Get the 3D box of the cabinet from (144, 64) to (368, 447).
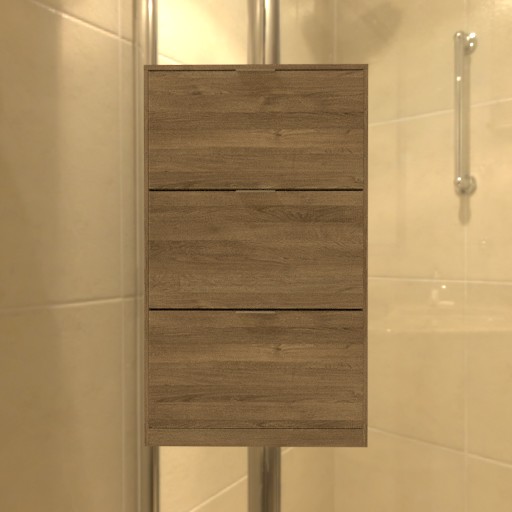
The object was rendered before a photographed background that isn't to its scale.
[{"bbox_3d":[0.000,0.000,1.594,0.750,1.280,0.250,0,1,1],"label":"cabinet"}]
